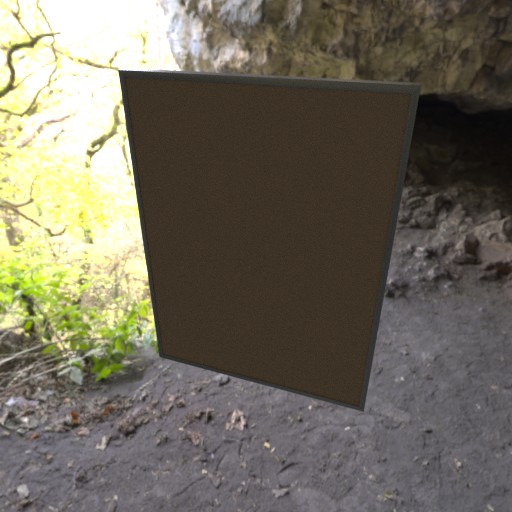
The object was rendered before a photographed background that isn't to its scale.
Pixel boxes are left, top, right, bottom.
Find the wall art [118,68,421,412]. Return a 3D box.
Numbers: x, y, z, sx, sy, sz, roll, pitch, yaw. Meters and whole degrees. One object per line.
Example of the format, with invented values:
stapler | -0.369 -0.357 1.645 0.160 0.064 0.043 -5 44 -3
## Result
wall art | 0.000 0.000 1.397 0.803 1.062 0.041 10 31 17
